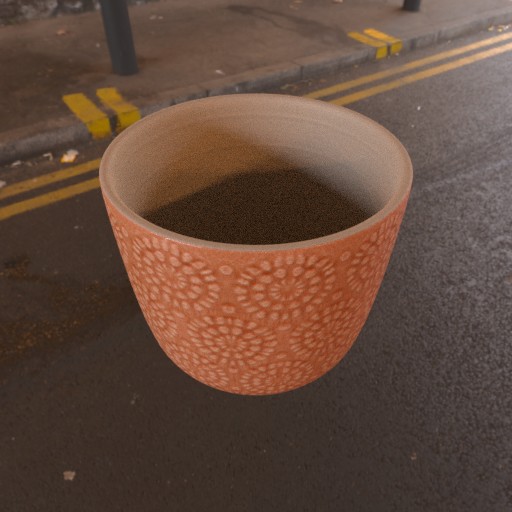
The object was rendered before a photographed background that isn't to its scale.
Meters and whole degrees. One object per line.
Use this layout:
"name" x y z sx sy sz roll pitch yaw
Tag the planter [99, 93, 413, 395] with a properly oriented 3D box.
"planter" 0.000 0.000 0.364 0.208 0.190 0.208 0 41 0
